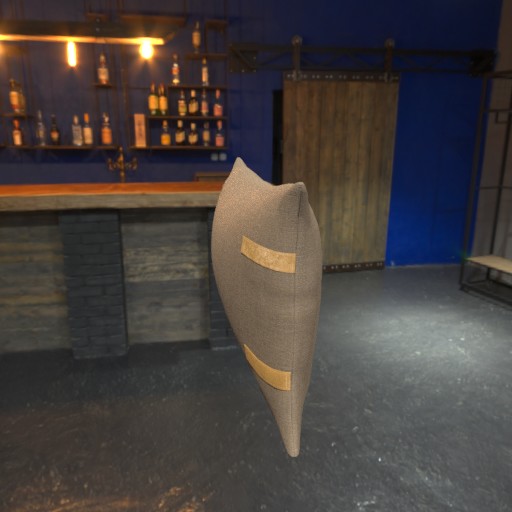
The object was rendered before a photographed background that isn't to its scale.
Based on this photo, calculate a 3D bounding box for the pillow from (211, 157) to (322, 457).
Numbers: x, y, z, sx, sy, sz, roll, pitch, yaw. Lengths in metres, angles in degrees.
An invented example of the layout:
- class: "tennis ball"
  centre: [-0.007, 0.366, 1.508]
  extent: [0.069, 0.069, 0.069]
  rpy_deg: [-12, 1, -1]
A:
- class: "pillow"
  centre: [0.000, 0.000, 0.747]
  extent: [0.148, 0.308, 0.612]
  rpy_deg: [-2, 15, -8]
